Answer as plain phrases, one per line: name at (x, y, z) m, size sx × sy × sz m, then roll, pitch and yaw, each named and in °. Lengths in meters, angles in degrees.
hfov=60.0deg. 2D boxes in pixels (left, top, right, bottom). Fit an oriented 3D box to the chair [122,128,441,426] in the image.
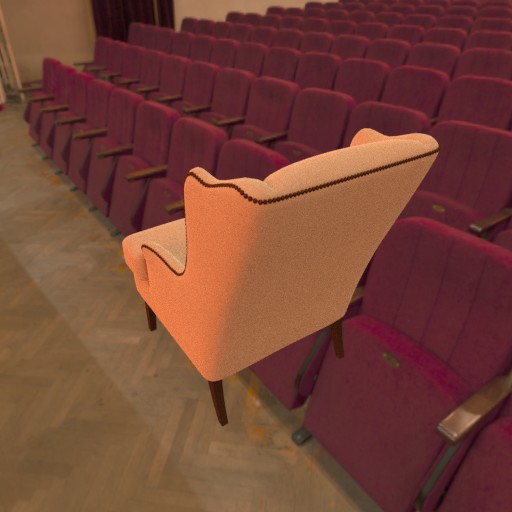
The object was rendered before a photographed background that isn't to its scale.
chair at (0.000, 0.000, 1.675) m, size 0.737 × 1.029 × 0.940 m, roll -20°, pitch 37°, yaw -29°
